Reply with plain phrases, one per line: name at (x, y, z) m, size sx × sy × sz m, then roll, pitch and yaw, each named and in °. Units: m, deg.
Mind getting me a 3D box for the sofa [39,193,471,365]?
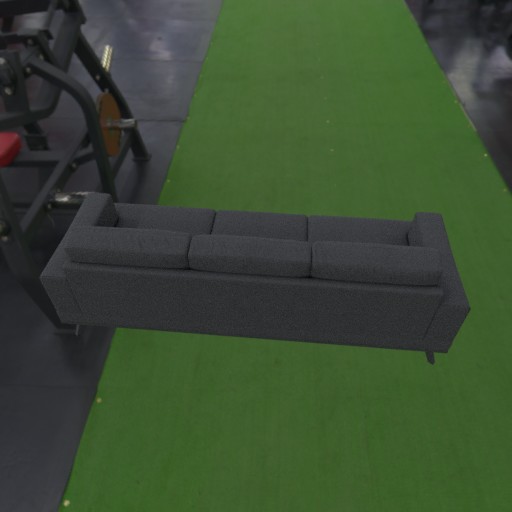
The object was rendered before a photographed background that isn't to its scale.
sofa at (0.000, 0.000, 2.769) m, size 2.310 × 0.810 × 0.920 m, roll 4°, pitch 46°, yaw 4°
